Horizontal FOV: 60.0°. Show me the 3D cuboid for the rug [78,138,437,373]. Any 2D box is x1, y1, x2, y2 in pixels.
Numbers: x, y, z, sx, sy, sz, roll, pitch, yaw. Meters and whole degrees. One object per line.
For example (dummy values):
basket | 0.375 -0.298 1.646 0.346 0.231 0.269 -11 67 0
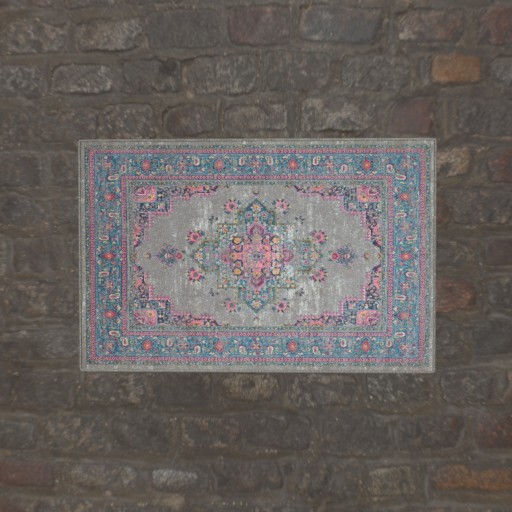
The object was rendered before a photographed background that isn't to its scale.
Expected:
rug | 0.000 0.000 2.169 1.748 0.014 1.144 0 91 1
